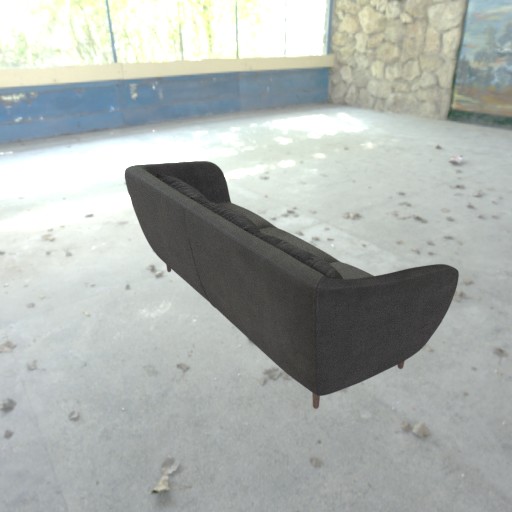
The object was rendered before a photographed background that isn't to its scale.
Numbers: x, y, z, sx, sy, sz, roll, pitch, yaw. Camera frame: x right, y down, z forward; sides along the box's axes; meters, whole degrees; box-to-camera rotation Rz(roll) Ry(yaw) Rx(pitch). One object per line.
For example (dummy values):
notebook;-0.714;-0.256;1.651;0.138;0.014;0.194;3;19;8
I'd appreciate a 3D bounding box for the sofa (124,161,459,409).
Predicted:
sofa;0.000;0.000;2.810;0.956;0.875;2.296;-17;32;-31
